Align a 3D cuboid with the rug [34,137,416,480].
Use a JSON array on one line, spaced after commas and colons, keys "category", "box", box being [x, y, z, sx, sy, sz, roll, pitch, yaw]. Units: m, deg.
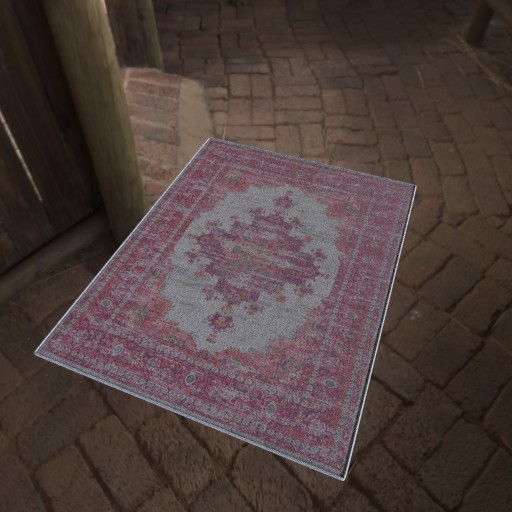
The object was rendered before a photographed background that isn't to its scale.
[{"category": "rug", "box": [0.000, 0.000, 4.057, 2.447, 0.017, 3.123, 17, 51, 14]}]
